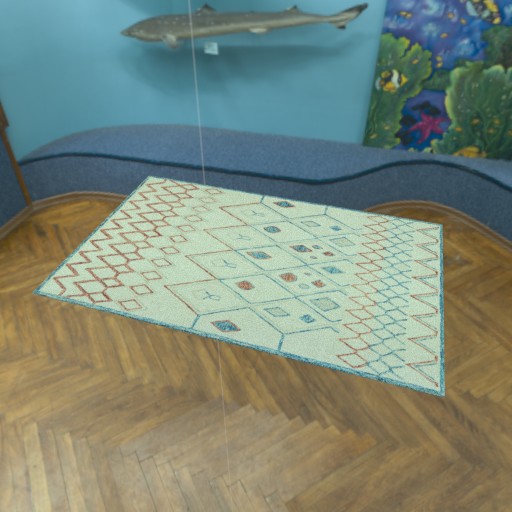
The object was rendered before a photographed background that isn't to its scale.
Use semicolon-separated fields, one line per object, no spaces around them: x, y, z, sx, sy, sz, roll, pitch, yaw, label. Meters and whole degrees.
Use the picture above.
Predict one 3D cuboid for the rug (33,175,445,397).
0.000;0.000;3.034;2.438;0.015;1.524;11;41;13;rug
